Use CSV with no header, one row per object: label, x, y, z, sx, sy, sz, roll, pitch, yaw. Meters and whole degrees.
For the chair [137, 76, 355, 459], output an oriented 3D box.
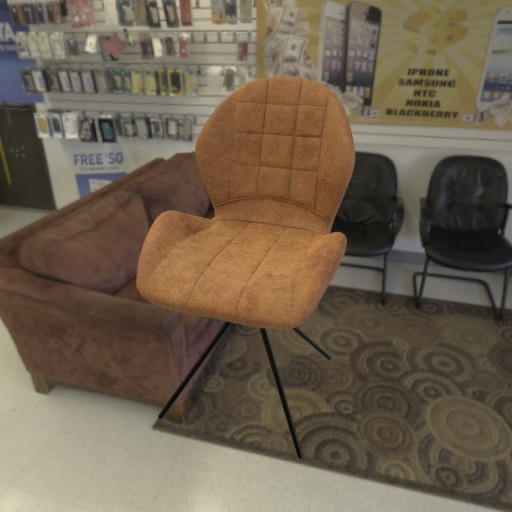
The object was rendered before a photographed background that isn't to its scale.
chair,0.000,0.000,1.292,0.527,0.929,0.640,9,28,17
